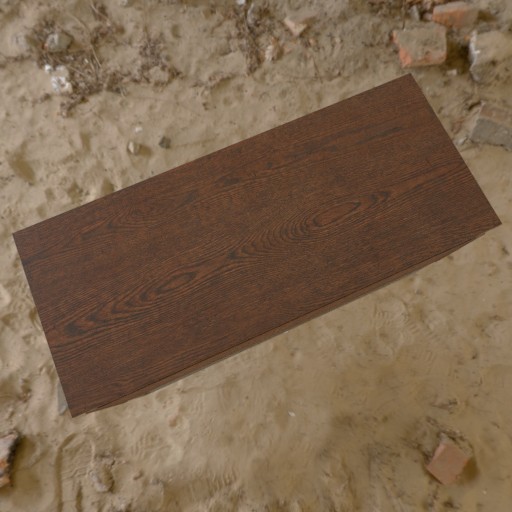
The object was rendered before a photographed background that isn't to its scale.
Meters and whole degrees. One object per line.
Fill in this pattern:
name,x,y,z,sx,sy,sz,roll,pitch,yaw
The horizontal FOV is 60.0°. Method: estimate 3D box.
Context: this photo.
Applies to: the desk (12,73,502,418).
desk,0.000,0.000,1.743,1.384,0.792,0.610,-23,77,-6
